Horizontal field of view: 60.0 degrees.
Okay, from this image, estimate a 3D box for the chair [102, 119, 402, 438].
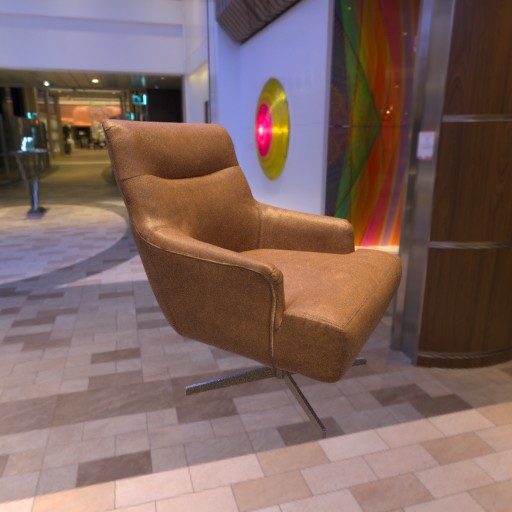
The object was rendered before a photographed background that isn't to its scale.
[{"bbox_3d":[0.000,0.000,1.484,0.874,0.869,0.729,8,17,26],"label":"chair"}]
